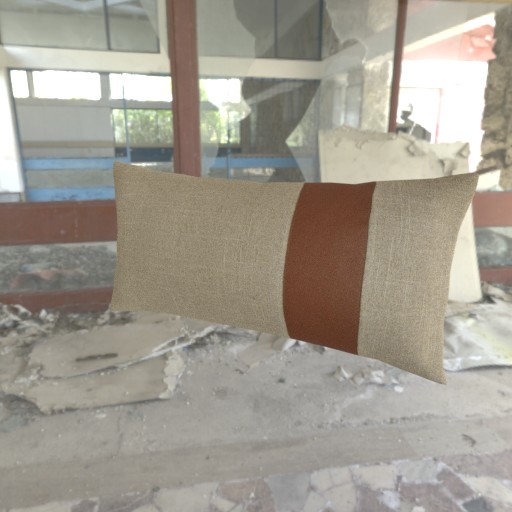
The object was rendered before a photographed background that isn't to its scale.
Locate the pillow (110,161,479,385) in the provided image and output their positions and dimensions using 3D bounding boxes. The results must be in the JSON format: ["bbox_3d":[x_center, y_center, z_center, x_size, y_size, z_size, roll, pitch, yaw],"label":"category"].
[{"bbox_3d":[0.000,0.000,0.713,0.612,0.282,0.155,7,17,25],"label":"pillow"}]
